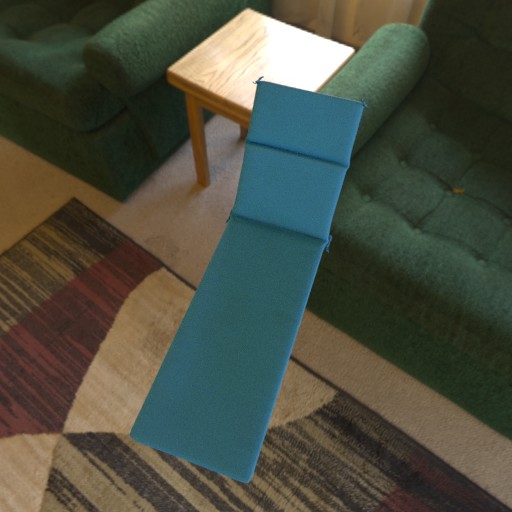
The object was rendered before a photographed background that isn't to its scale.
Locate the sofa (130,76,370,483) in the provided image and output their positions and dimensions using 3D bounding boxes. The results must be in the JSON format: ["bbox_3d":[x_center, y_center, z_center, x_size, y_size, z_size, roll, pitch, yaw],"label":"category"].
[{"bbox_3d":[0.000,0.000,1.940,0.582,0.622,1.663,16,59,10],"label":"sofa"}]
